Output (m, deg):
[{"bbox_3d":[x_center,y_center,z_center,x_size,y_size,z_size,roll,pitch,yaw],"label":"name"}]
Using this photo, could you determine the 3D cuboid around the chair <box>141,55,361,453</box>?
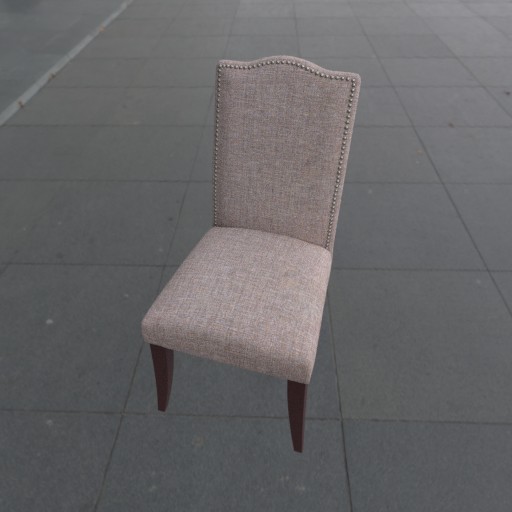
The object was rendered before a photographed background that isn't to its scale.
[{"bbox_3d":[0.000,0.000,1.392,0.513,1.016,0.660,11,43,13],"label":"chair"}]
